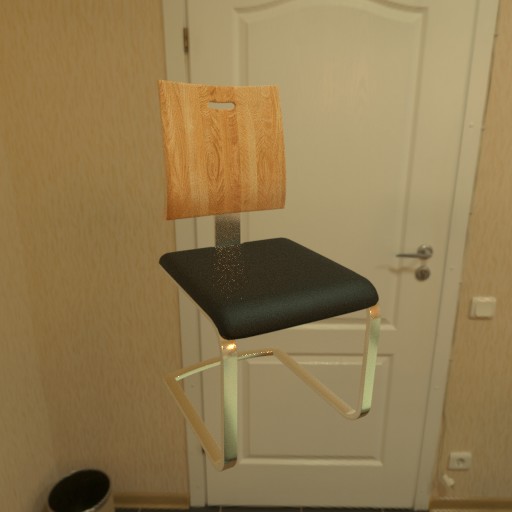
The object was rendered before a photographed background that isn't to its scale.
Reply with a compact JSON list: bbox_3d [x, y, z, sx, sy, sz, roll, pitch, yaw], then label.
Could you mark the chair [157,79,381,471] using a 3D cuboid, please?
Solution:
[{"bbox_3d":[0.000,0.000,1.239,0.462,0.936,0.560,-9,19,-27],"label":"chair"}]
